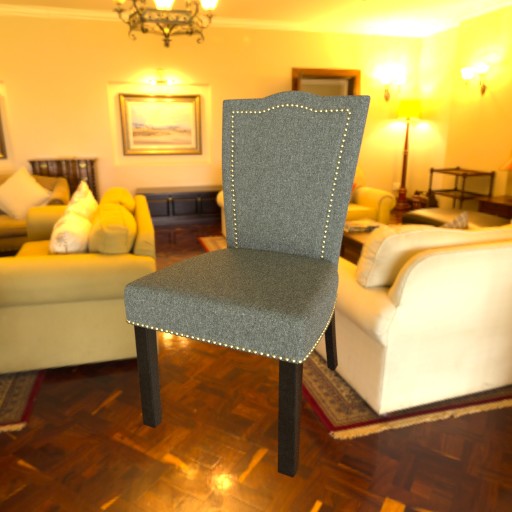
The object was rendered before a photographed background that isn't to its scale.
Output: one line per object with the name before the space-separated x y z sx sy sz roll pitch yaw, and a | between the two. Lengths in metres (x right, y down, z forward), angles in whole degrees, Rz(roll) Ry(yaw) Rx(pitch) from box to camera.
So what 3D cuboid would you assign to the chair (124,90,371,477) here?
chair | 0.000 0.000 1.299 0.518 0.946 0.589 8 18 25
